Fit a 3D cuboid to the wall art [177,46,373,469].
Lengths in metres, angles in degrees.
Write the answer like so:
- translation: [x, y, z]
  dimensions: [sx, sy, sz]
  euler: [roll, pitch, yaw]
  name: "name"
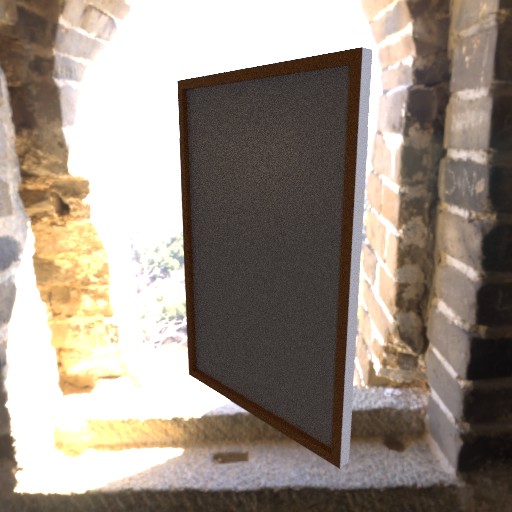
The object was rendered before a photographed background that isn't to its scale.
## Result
- translation: [0.000, 0.000, 0.767]
  dimensions: [0.025, 0.608, 0.405]
  euler: [-13, 19, -42]
  name: "wall art"
